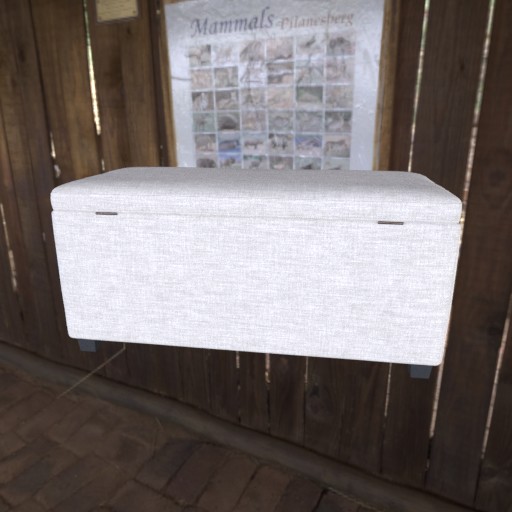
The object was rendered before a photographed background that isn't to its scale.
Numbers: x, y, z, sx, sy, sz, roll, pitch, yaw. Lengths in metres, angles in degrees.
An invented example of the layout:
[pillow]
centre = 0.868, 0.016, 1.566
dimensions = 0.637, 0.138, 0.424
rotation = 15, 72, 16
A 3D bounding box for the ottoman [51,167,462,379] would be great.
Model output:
[ottoman]
centre = 0.000, 0.000, 1.162
dimensions = 0.902, 0.432, 0.419
rotation = 3, 18, 8
